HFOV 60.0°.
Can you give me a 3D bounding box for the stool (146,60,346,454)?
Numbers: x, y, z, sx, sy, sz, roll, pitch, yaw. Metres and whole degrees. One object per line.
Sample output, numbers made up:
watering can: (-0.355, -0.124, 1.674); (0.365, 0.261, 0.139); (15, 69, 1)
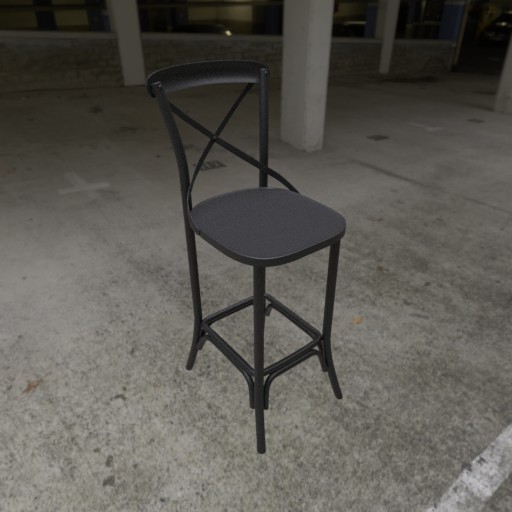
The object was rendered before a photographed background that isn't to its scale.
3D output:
stool: (0.000, 0.000, 1.518); (0.457, 1.168, 0.584); (-22, 38, -32)
